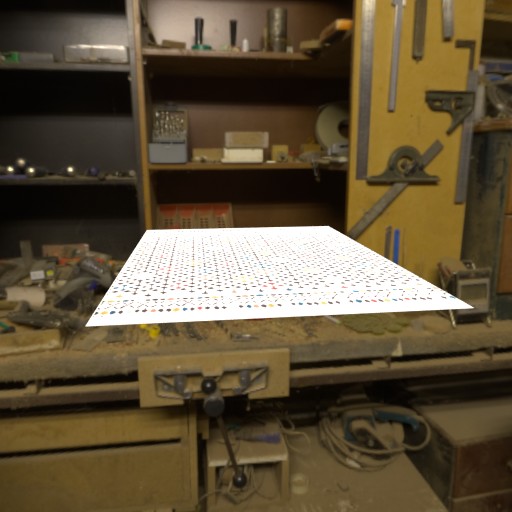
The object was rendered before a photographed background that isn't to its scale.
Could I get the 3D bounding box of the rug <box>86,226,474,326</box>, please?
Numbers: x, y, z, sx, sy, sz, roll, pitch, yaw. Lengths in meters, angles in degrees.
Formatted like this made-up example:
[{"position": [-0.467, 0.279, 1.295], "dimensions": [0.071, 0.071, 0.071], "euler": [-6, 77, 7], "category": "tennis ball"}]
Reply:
[{"position": [0.000, 0.000, 4.189], "dimensions": [2.354, 0.007, 3.196], "euler": [-2, 13, -7], "category": "rug"}]
